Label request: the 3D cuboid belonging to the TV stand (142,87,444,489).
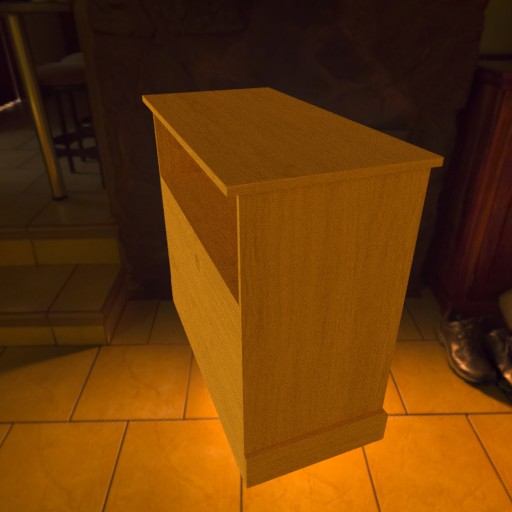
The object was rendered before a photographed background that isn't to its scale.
[{"bbox_3d":[0.000,0.000,1.297,0.430,0.787,0.851,-11,31,-18],"label":"TV stand"}]
